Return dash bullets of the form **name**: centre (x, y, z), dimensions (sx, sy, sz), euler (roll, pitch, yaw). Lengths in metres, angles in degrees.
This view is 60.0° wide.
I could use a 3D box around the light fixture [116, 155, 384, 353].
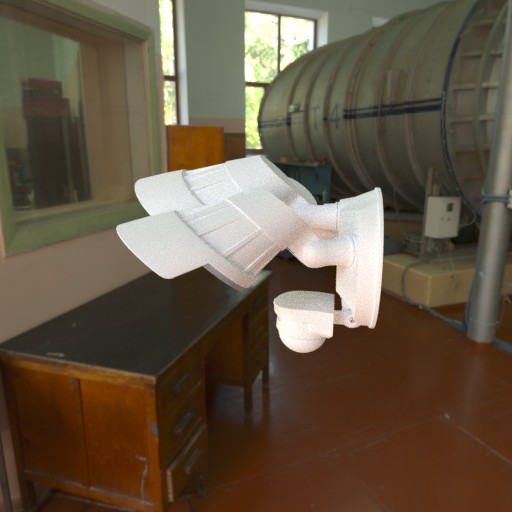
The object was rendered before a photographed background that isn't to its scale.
- **light fixture**: centre (0.000, 0.000, 0.534), dimensions (0.278, 0.237, 0.369), euler (3, 14, 10)
